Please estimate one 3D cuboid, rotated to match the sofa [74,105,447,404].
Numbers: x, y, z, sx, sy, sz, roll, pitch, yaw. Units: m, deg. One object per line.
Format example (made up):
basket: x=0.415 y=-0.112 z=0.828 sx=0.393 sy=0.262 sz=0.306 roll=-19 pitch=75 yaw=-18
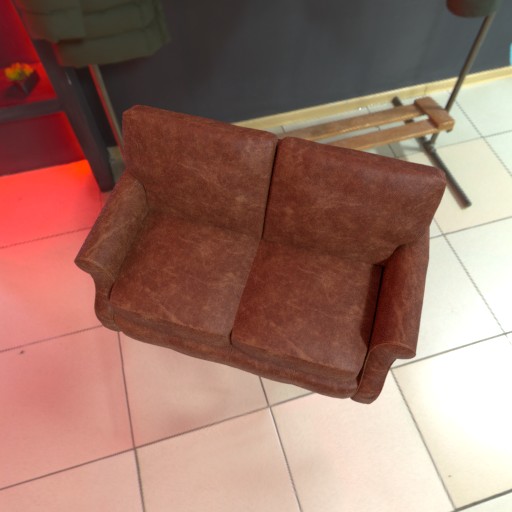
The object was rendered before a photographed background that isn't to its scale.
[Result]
sofa: x=0.000 y=0.000 z=2.222 sx=1.616 sy=0.967 sz=0.990 roll=14 pitch=61 yaw=8
